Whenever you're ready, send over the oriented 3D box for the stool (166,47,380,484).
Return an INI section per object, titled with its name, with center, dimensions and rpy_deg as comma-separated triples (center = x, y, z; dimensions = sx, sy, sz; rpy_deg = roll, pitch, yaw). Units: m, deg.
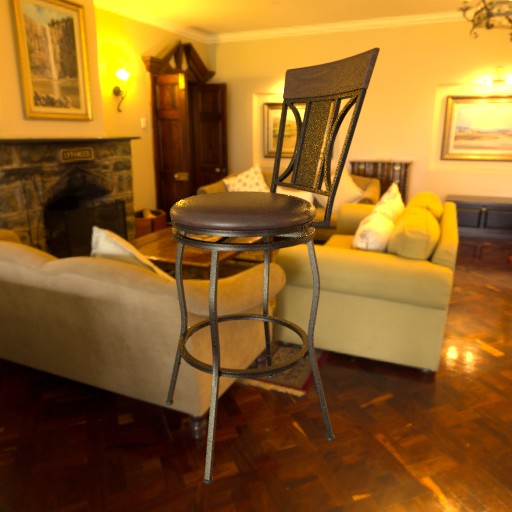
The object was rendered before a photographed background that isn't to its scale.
[stool]
center = 0.000, 0.000, 1.349
dimensions = 0.513, 1.130, 0.448
rpy_deg = -7, 17, -25
